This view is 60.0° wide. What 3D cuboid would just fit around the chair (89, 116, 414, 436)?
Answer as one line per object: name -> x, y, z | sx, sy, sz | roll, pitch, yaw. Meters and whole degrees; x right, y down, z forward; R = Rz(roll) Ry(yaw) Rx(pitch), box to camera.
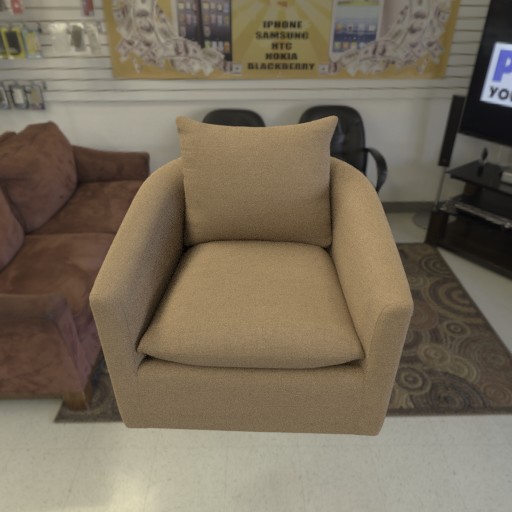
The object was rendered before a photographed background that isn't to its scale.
chair -> 0.000, 0.000, 1.571 | 0.845, 0.848, 0.910 | 1, 32, 2
